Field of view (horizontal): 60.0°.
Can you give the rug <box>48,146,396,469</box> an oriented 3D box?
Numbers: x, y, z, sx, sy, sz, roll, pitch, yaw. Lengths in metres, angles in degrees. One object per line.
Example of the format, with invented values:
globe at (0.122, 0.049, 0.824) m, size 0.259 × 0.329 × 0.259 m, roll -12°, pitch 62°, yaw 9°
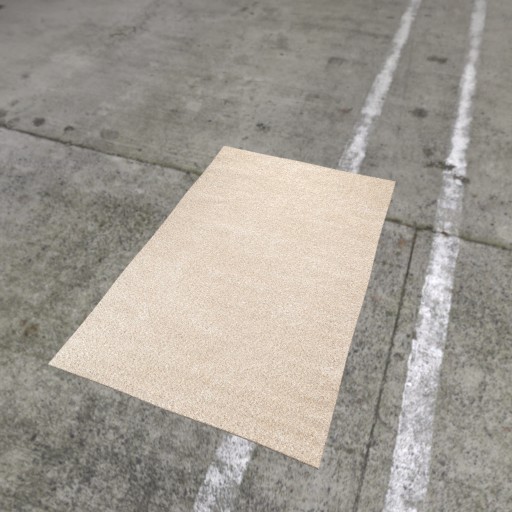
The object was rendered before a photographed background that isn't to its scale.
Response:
rug at (0.000, 0.000, 2.972) m, size 1.500 × 0.025 × 2.346 m, roll 15°, pitch 47°, yaw 15°
